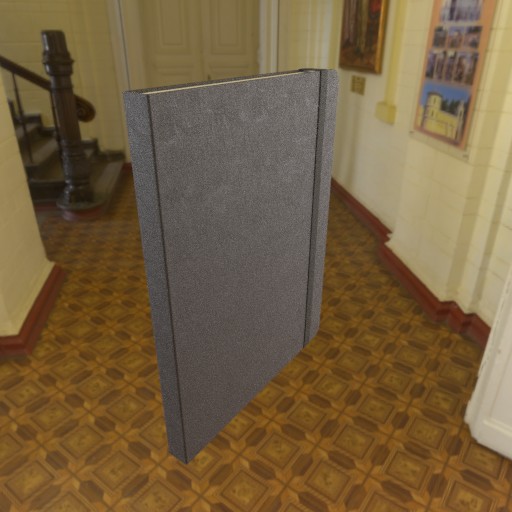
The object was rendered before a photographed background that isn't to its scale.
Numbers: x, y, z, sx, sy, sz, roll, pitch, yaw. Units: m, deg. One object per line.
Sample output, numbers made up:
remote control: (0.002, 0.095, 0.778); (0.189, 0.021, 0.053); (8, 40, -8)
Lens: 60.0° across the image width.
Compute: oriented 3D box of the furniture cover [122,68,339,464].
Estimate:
furniture cover: (0.000, 0.000, 0.373); (0.023, 0.281, 0.216); (18, 32, 32)
